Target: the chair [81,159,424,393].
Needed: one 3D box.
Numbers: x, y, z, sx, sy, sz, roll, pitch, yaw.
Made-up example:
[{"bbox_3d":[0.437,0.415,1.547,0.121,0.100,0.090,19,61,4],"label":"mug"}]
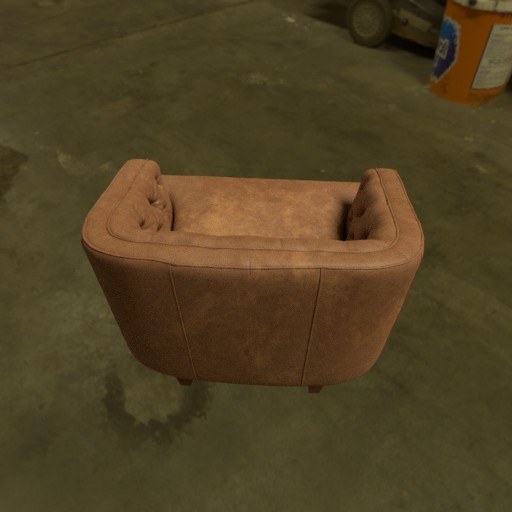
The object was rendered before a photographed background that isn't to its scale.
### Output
[{"bbox_3d":[0.000,0.000,1.795,1.119,0.836,0.911,3,46,3],"label":"chair"}]
